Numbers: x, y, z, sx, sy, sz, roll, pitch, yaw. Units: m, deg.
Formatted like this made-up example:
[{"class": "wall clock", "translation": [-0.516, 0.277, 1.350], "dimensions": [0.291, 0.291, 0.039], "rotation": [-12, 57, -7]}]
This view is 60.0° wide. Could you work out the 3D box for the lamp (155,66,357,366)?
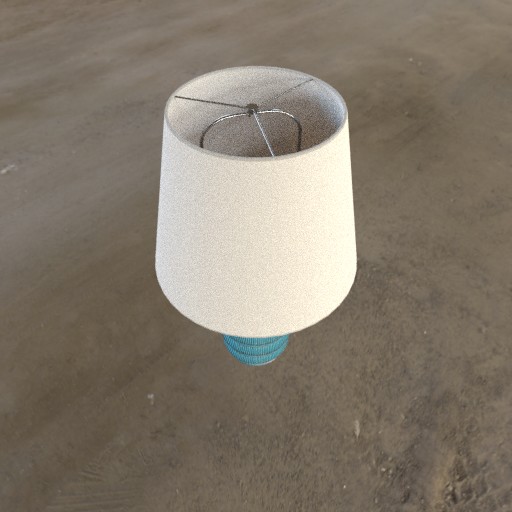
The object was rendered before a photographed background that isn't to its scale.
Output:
[{"class": "lamp", "translation": [0.000, 0.000, 0.797], "dimensions": [0.355, 0.582, 0.355], "rotation": [0, 47, 0]}]
